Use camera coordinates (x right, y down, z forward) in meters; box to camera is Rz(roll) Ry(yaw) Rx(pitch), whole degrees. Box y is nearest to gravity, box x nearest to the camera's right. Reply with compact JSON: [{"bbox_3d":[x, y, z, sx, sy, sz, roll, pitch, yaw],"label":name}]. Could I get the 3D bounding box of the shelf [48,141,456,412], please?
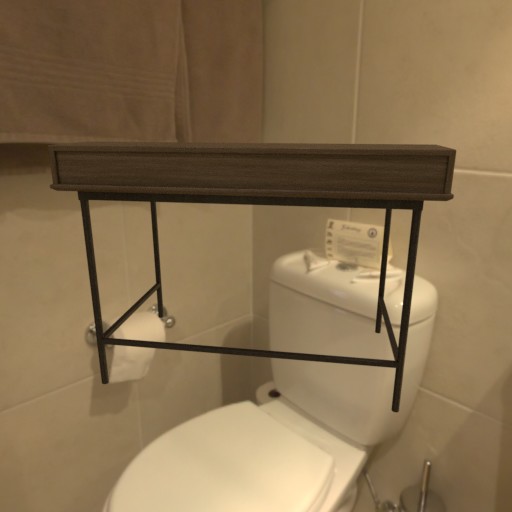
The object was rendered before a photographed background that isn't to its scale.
[{"bbox_3d":[0.000,0.000,1.726,1.212,0.865,0.685,3,18,9],"label":"shelf"}]
